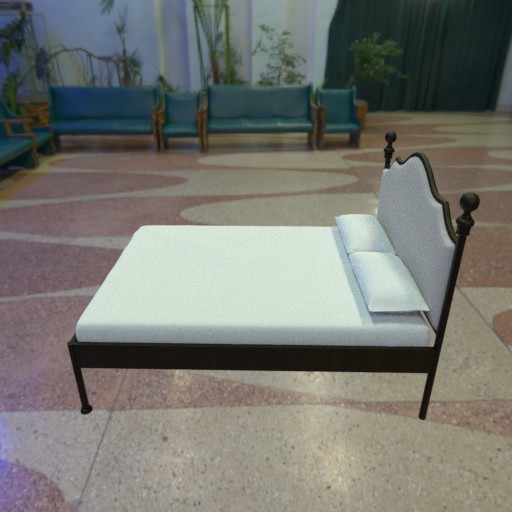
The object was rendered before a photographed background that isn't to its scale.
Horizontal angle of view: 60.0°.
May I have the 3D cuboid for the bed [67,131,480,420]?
[{"bbox_3d":[0.000,0.000,3.200,2.224,1.499,1.642,1,26,1],"label":"bed"}]
